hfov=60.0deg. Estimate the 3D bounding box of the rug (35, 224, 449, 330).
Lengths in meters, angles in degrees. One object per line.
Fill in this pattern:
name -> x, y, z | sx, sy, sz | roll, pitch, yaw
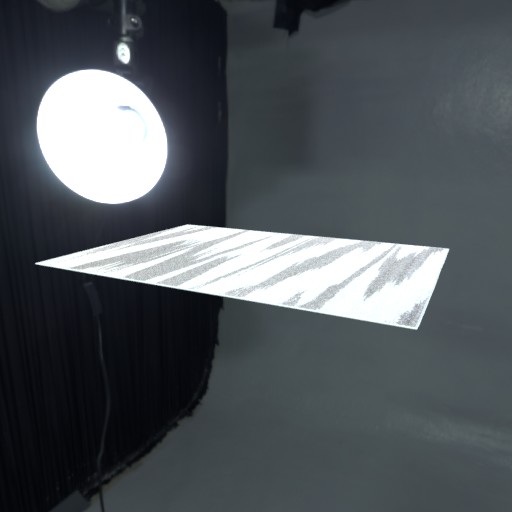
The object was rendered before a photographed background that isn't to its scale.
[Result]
rug -> 0.000, 0.000, 2.793 | 2.142, 0.010, 1.533 | 7, 15, 26
